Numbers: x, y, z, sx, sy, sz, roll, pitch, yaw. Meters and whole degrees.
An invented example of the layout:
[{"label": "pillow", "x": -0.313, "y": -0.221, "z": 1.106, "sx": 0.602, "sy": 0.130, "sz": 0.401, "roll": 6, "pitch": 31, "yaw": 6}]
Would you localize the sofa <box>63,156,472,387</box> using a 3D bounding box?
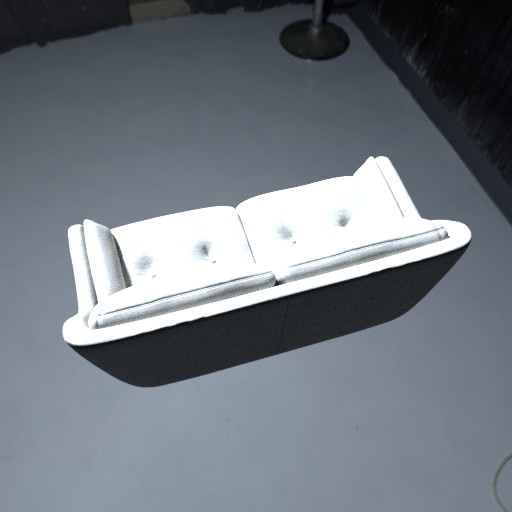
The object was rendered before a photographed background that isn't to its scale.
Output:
[{"label": "sofa", "x": 0.000, "y": 0.000, "z": 2.458, "sx": 1.930, "sy": 0.897, "sz": 0.976, "roll": -14, "pitch": 59, "yaw": -8}]
